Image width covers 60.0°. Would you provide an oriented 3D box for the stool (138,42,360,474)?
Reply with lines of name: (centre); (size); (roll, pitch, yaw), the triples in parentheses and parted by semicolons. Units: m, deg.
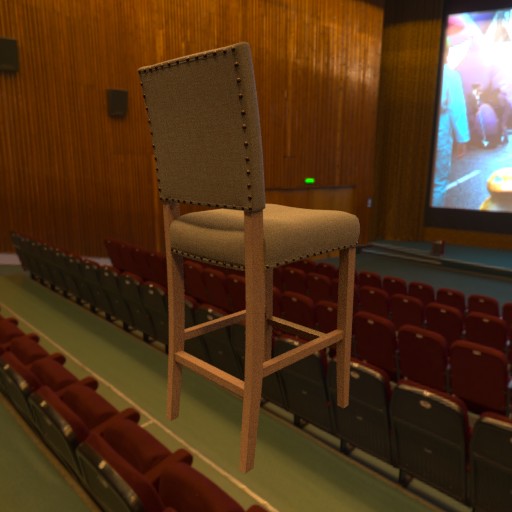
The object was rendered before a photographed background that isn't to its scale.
stool: (0.000, 0.000, 1.483); (0.445, 1.173, 0.585); (12, 18, 43)
